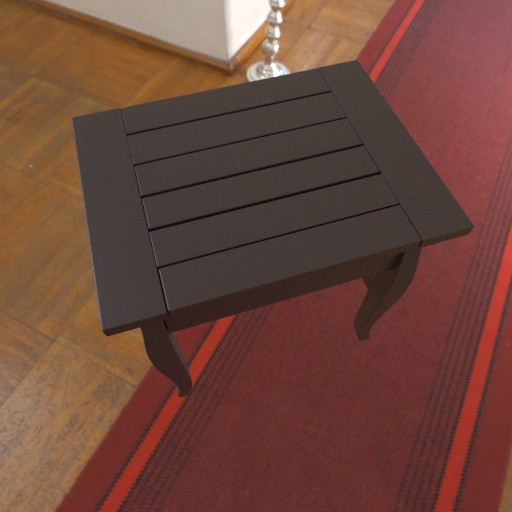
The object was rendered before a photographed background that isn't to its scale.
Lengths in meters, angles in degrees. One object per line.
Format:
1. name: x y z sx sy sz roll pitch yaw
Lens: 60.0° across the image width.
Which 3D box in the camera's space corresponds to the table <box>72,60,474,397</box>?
1. table: 0.000 0.000 1.044 0.602 0.605 0.460 -15 60 -9
